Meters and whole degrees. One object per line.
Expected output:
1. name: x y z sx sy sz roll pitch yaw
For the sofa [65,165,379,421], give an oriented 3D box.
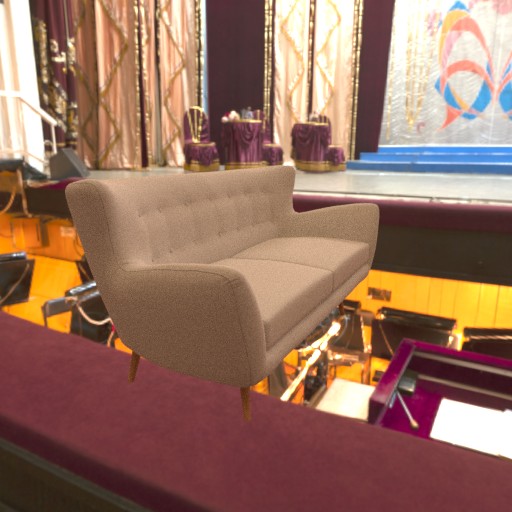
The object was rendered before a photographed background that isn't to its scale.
1. sofa: 0.000 0.000 2.354 0.899 0.890 1.930 7 15 27
